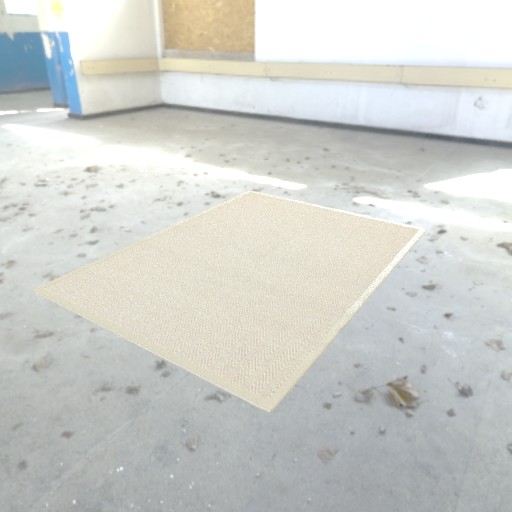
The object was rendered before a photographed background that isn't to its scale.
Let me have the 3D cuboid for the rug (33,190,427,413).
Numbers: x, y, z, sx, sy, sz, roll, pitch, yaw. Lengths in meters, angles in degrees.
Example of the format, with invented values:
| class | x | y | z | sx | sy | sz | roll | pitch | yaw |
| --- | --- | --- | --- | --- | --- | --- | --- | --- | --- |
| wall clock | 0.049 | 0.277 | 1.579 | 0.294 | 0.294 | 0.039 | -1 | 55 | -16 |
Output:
| class | x | y | z | sx | sy | sz | roll | pitch | yaw |
| --- | --- | --- | --- | --- | --- | --- | --- | --- | --- |
| rug | 0.000 | 0.000 | 4.926 | 2.734 | 0.037 | 3.659 | 17 | 31 | 30 |
